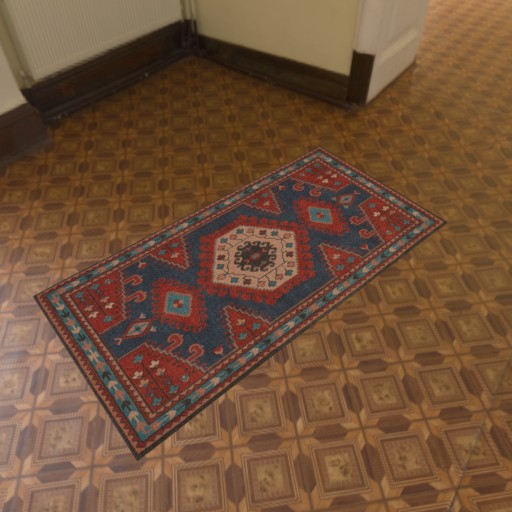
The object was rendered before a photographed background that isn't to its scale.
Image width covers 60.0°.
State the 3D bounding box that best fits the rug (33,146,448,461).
[{"bbox_3d":[0.000,0.000,3.536,3.032,0.034,1.522,-32,55,-26],"label":"rug"}]
